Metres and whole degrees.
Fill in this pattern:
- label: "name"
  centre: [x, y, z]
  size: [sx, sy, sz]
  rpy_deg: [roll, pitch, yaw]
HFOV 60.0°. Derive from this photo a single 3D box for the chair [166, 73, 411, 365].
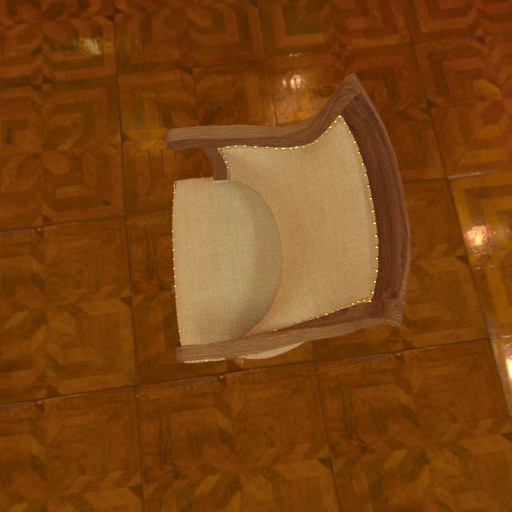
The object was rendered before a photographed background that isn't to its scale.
- label: "chair"
  centre: [0.000, 0.000, 1.442]
  size: [0.689, 0.965, 0.656]
  rpy_deg: [-5, 75, -1]
